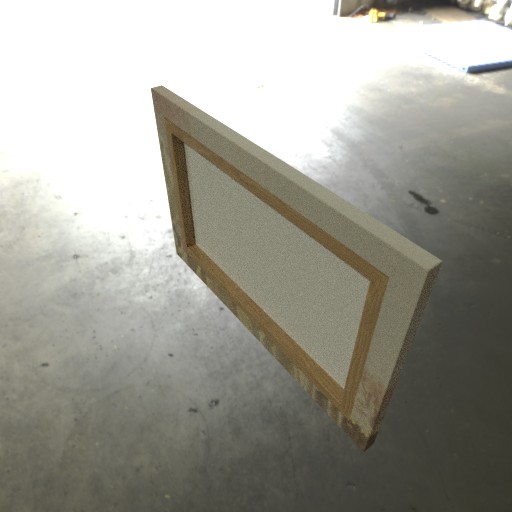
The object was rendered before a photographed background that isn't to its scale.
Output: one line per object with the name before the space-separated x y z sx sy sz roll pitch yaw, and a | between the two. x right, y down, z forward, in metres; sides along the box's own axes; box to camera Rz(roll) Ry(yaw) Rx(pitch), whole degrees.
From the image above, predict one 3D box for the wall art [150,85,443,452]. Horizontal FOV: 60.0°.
wall art | 0.000 0.000 1.155 0.040 0.608 0.916 -27 48 -27
